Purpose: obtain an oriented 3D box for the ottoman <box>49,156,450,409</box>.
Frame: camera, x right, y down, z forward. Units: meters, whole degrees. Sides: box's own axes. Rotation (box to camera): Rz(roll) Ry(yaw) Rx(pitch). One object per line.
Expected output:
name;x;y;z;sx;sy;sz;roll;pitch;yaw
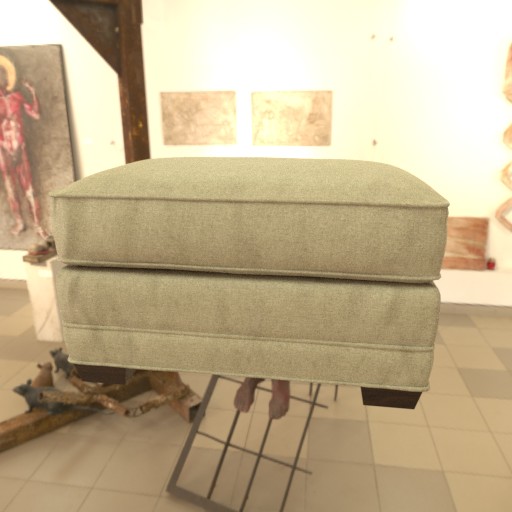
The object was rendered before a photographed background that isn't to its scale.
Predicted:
ottoman;0.000;0.000;1.208;0.848;0.508;0.611;2;18;8
